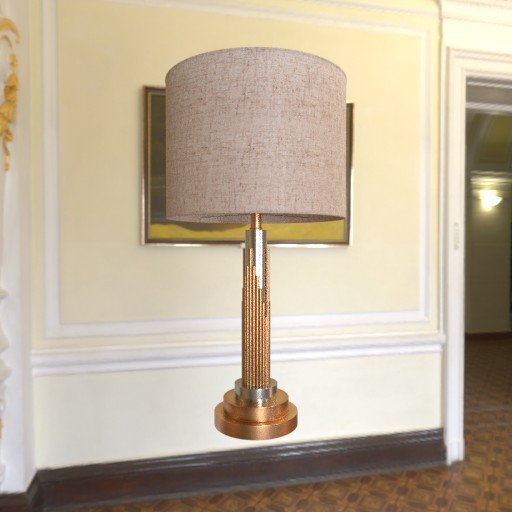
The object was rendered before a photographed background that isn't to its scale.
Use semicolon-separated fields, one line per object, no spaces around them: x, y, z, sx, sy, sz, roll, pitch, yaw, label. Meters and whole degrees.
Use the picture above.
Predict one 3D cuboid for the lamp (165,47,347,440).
0.000;0.000;0.806;0.321;0.610;0.321;0;1;0;lamp
